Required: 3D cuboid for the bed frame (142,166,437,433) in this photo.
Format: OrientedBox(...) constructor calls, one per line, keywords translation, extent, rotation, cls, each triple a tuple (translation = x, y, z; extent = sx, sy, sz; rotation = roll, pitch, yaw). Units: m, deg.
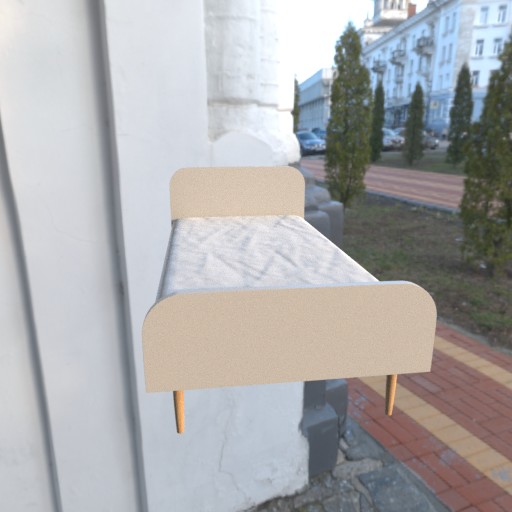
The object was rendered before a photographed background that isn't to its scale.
OrientedBox(translation=(0.000, 0.000, 2.414), extent=(0.998, 0.805, 1.963), rotation=(-2, 16, -7), cls="bed frame")
